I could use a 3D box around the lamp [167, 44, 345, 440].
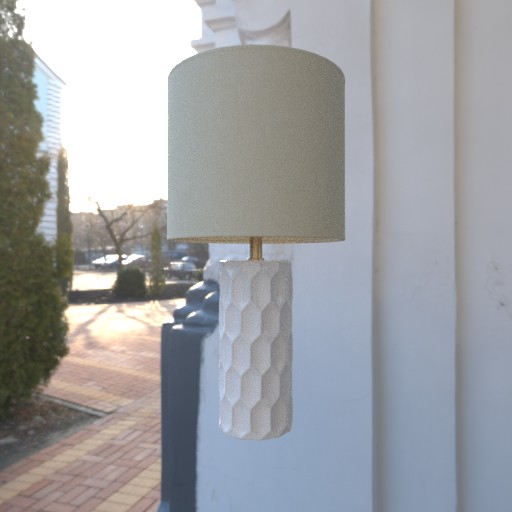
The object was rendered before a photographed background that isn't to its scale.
[{"bbox_3d":[0.000,0.000,0.700,0.277,0.537,0.277,0,0,38],"label":"lamp"}]
